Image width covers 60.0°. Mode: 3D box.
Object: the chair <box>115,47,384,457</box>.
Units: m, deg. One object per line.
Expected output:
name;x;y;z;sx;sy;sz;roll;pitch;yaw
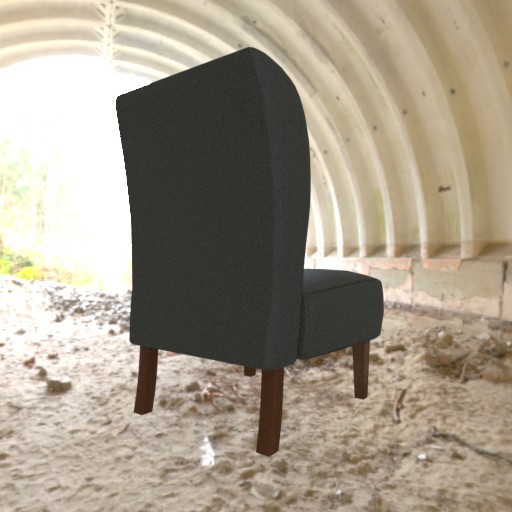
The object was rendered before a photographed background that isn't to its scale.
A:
chair;0.000;0.000;1.198;0.513;0.804;0.592;0;0;36
